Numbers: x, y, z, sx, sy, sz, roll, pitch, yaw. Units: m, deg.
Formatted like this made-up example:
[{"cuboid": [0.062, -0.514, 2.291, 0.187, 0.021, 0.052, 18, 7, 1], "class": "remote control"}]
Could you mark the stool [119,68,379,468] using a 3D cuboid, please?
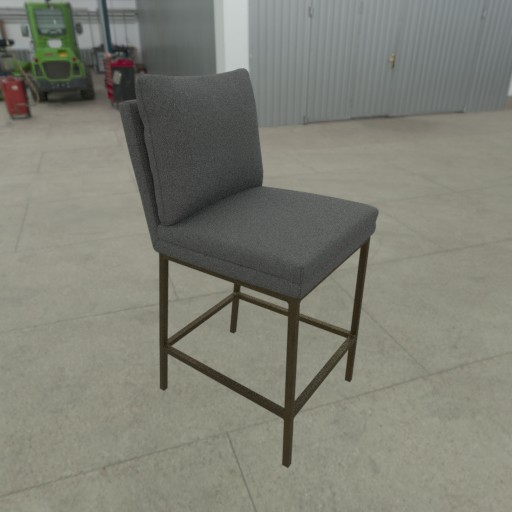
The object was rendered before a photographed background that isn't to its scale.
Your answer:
[{"cuboid": [0.000, 0.000, 1.339, 0.569, 1.030, 0.463, 18, 32, 31], "class": "stool"}]
